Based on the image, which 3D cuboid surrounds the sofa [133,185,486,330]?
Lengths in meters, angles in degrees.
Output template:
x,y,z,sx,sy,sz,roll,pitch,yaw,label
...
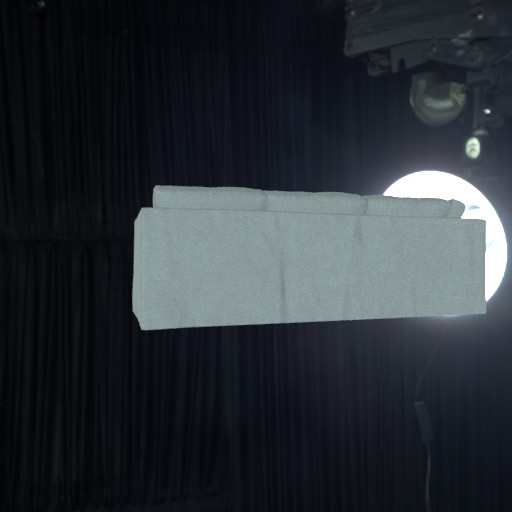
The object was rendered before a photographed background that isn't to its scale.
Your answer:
x,y,z,sx,sy,sz,roll,pitch,yaw,label
0.000,0.000,4.457,2.440,0.869,3.434,0,0,-17,sofa
